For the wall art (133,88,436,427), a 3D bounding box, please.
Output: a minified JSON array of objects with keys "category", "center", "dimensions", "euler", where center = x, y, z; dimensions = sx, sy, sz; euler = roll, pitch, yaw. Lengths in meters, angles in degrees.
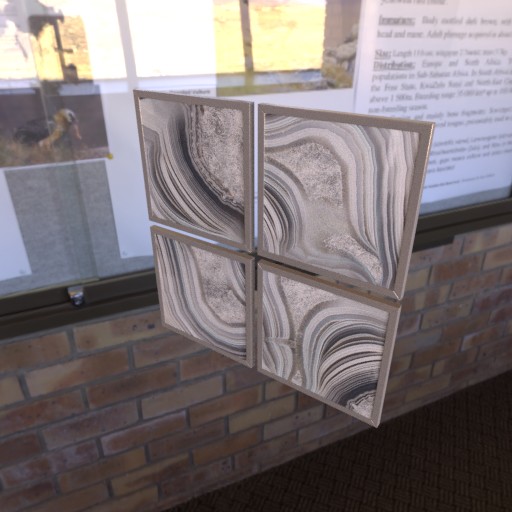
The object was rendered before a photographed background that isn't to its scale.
[{"category":"wall art","center":[0.000,0.000,1.690],"dimensions":[1.118,1.118,0.029],"euler":[18,33,30]}]
